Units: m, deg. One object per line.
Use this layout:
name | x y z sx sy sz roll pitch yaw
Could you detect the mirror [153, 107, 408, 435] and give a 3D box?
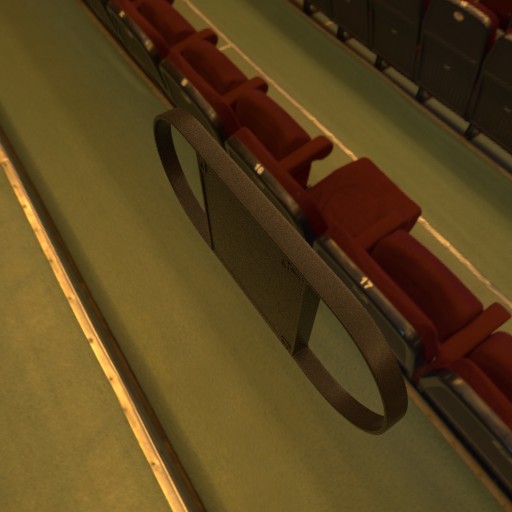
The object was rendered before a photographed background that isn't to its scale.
mirror | 0.000 0.000 0.661 0.032 0.254 0.584 -30 63 -17
